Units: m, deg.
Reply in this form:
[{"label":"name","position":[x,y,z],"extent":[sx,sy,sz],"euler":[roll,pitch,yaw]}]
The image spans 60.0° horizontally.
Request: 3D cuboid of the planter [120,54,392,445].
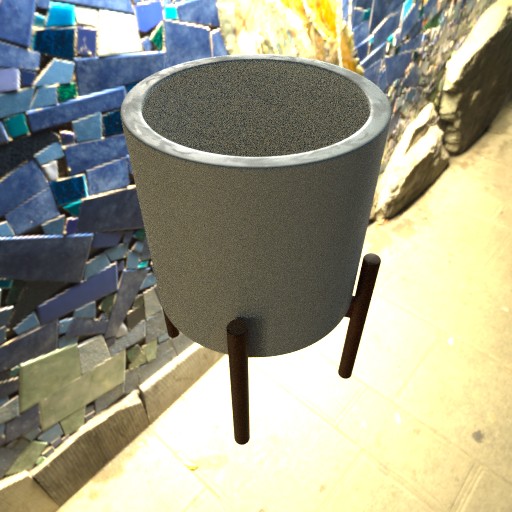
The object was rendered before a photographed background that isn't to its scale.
[{"label":"planter","position":[0.000,0.000,0.923],"extent":[0.417,0.670,0.417],"euler":[-25,48,-24]}]
